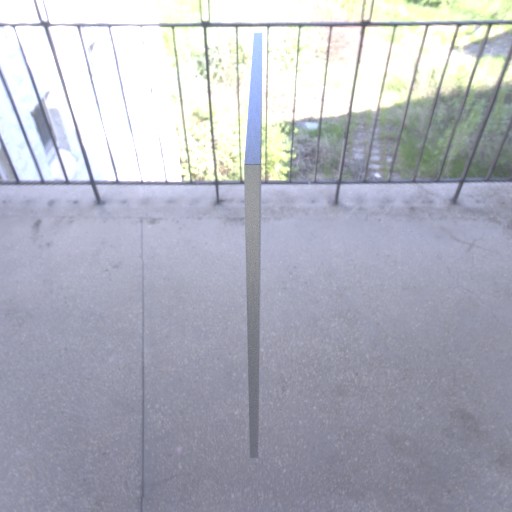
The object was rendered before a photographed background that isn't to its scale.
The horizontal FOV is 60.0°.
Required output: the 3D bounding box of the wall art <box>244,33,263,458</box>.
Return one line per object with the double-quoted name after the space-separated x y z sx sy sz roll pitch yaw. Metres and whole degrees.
0.000 0.000 0.674 0.013 0.529 0.376 1 41 1 "wall art"
